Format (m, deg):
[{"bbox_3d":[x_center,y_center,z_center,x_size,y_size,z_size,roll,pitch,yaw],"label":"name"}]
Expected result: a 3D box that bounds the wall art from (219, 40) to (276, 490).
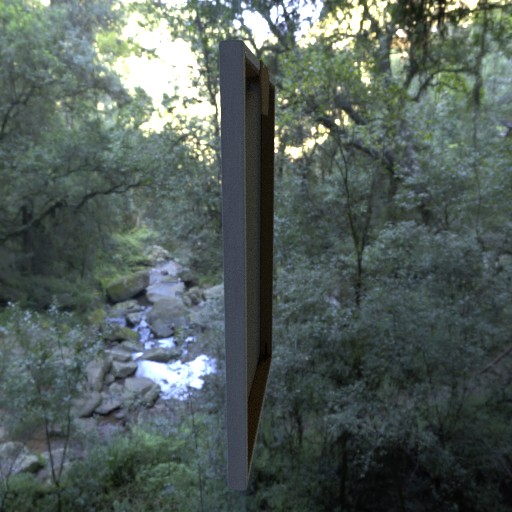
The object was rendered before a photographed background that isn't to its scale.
[{"bbox_3d":[0.000,0.000,1.149,0.048,0.916,0.602,2,16,7],"label":"wall art"}]
